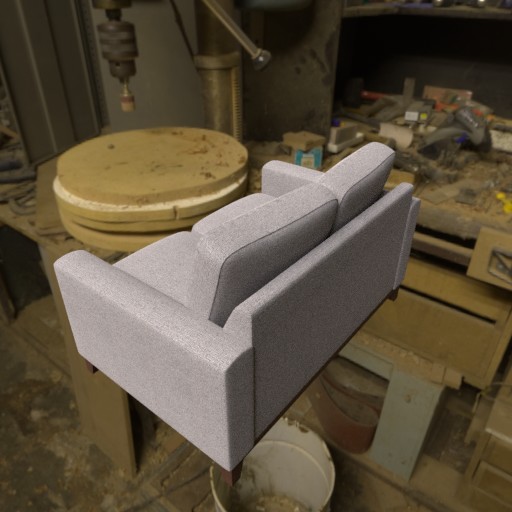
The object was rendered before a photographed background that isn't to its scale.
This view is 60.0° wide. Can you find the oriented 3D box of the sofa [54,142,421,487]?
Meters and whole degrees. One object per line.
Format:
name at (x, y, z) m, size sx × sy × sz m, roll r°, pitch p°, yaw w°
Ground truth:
sofa at (0.000, 0.000, 1.993) m, size 0.917 × 0.873 × 1.420 m, roll 23°, pitch 39°, yaw 32°
